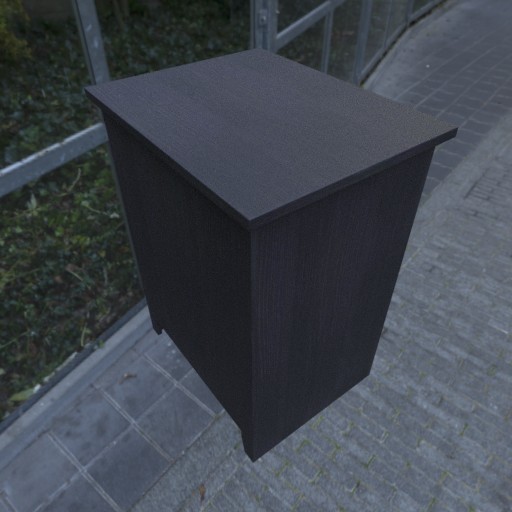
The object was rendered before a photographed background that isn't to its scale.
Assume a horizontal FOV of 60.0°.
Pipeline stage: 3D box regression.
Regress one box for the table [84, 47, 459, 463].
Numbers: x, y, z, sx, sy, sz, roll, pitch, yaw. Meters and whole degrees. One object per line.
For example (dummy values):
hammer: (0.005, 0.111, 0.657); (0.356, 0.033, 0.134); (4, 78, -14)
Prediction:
table: (0.000, 0.000, 0.913); (0.381, 0.635, 0.480); (-26, 47, -27)
